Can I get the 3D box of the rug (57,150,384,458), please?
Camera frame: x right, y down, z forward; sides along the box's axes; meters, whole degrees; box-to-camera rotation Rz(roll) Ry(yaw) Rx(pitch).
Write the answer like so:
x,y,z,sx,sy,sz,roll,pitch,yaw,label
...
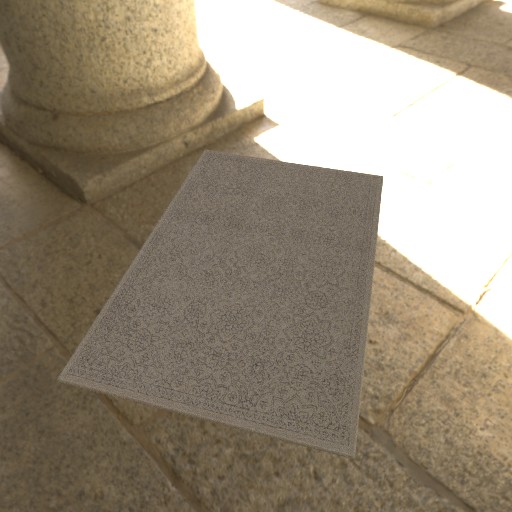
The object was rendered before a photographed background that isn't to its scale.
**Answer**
x,y,z,sx,sy,sz,roll,pitch,yaw,label
0.000,0.000,2.921,1.524,0.011,2.286,11,46,10,rug
